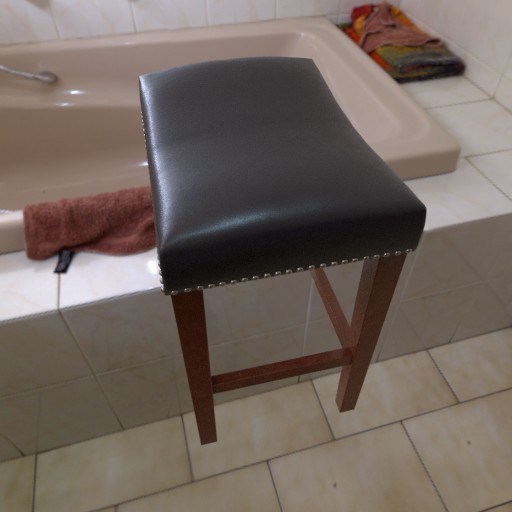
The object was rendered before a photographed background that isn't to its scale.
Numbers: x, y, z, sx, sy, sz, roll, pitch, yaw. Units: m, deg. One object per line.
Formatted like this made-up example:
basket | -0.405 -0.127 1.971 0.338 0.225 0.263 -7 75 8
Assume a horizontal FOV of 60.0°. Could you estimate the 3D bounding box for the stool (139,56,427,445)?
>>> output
stool | 0.000 0.000 0.941 0.372 0.654 0.504 -10 47 -9
